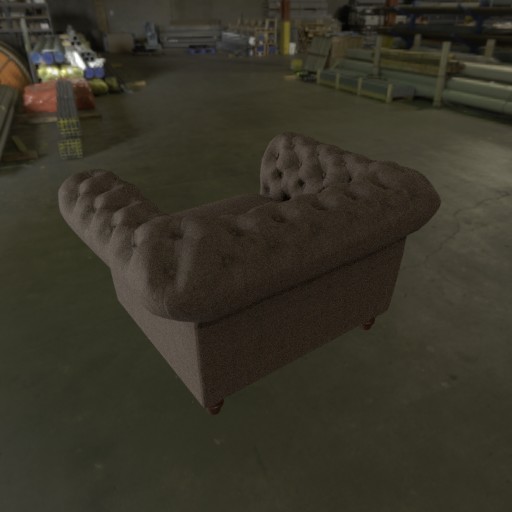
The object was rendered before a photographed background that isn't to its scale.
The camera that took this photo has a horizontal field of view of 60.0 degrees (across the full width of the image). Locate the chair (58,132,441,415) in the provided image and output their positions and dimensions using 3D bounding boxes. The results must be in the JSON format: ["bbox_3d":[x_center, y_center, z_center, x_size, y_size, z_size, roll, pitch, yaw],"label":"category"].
[{"bbox_3d":[0.000,0.000,1.894,1.298,0.780,0.945,-20,35,-31],"label":"chair"}]
